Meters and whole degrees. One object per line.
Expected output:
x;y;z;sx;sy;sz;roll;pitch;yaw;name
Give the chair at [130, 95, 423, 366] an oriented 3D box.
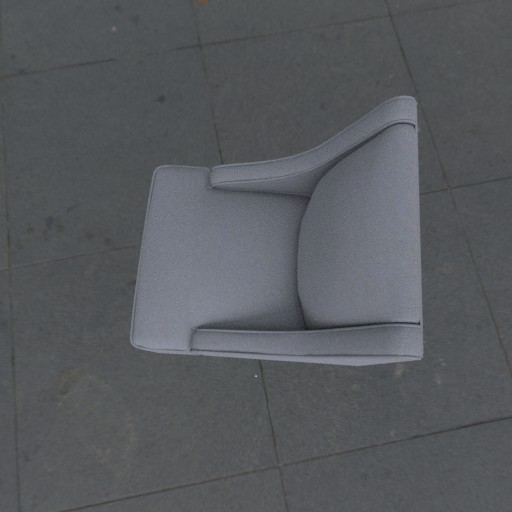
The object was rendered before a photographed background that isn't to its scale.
0.000;0.000;1.398;0.747;0.867;0.631;4;75;1;chair
